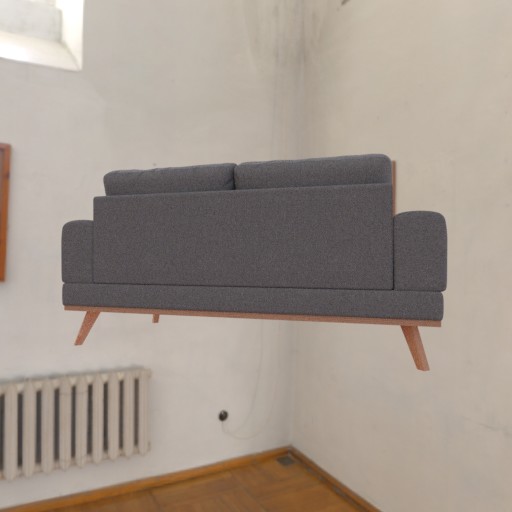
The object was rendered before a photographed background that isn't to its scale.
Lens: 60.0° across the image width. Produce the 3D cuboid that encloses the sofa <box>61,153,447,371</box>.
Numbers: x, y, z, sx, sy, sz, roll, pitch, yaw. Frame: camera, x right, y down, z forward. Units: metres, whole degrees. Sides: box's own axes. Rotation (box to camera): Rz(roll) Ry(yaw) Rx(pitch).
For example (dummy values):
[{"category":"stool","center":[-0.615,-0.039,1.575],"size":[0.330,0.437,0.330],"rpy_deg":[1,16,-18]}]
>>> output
[{"category":"sofa","center":[0.000,0.000,2.149],"size":[1.650,0.810,0.785],"rpy_deg":[0,0,17]}]
